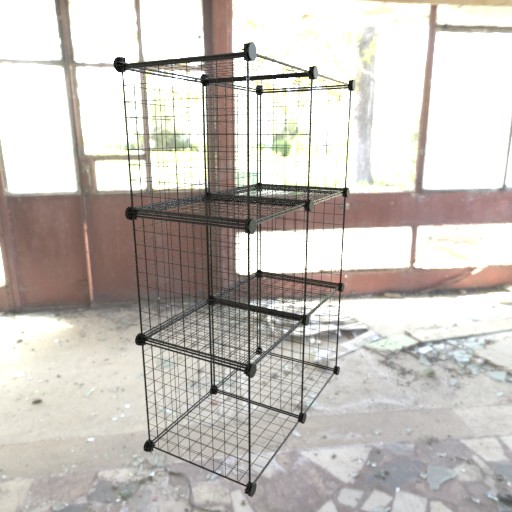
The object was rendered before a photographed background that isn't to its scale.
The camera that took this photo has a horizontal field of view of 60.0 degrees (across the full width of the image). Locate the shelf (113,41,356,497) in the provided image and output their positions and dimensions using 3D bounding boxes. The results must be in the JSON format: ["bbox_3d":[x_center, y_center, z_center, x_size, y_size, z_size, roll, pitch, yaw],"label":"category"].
[{"bbox_3d":[0.000,0.000,1.368,0.356,1.067,0.711,8,17,28],"label":"shelf"}]
